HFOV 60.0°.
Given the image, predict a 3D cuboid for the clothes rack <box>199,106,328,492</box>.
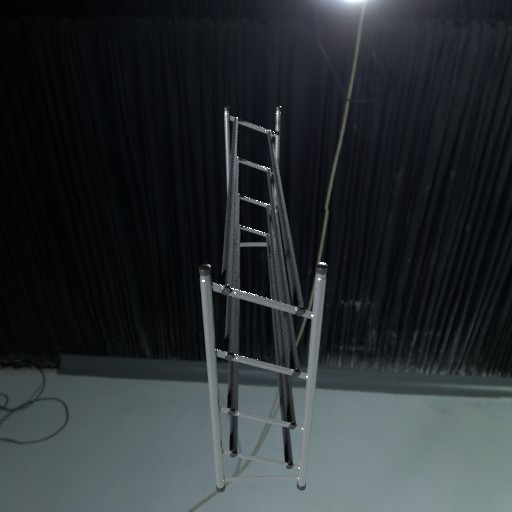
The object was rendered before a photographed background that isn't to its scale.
[{"bbox_3d":[0.000,0.000,1.435,0.229,0.672,1.168,-1,32,-1],"label":"clothes rack"}]
